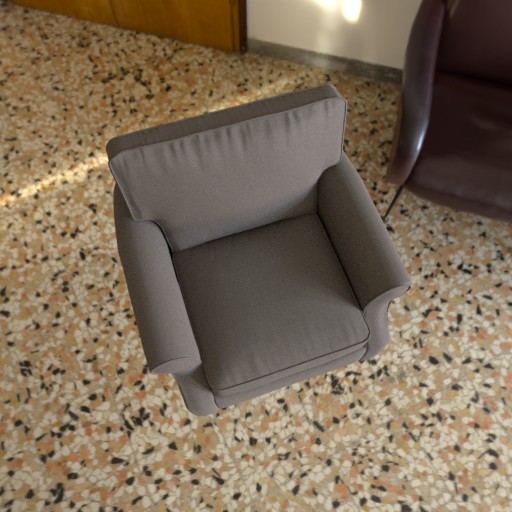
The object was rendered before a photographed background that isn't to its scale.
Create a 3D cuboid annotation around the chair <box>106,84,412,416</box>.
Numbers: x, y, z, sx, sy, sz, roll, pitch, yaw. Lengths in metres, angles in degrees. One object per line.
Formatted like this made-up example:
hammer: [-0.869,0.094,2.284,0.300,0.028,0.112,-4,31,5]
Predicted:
chair: [0.000,0.000,1.810,1.029,0.967,0.966,-17,65,-8]
